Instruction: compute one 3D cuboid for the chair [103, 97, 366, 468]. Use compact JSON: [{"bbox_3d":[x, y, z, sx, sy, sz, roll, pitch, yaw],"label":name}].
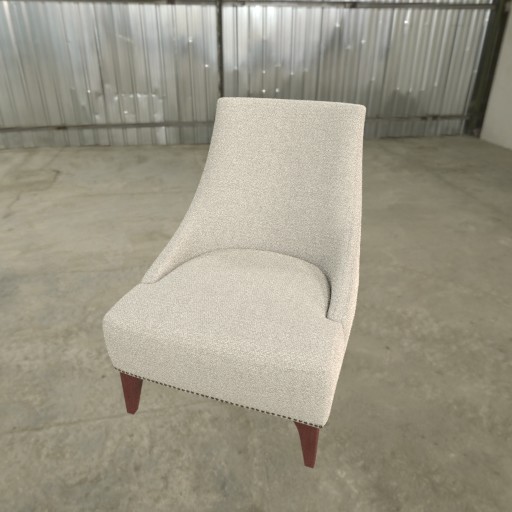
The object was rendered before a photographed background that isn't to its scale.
[{"bbox_3d":[0.000,0.000,1.502,0.701,0.909,0.861,9,29,17],"label":"chair"}]
